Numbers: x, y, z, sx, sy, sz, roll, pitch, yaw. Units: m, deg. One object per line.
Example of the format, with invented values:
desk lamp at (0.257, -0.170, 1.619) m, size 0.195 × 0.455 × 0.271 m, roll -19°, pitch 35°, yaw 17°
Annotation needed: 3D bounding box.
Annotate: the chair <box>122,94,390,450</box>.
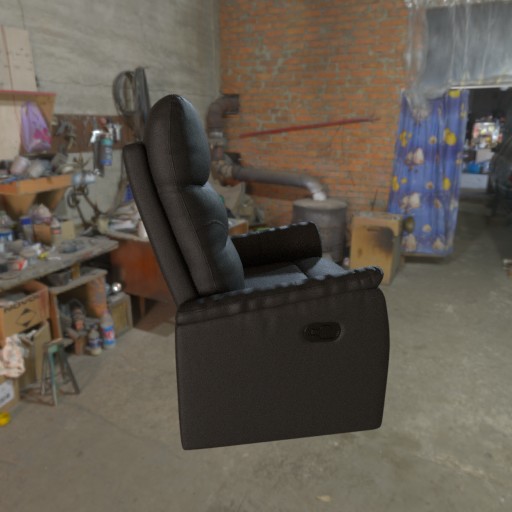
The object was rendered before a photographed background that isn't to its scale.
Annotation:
chair at (0.000, 0.000, 1.629) m, size 0.831 × 1.082 × 0.775 m, roll -3°, pitch 16°, yaw -9°
